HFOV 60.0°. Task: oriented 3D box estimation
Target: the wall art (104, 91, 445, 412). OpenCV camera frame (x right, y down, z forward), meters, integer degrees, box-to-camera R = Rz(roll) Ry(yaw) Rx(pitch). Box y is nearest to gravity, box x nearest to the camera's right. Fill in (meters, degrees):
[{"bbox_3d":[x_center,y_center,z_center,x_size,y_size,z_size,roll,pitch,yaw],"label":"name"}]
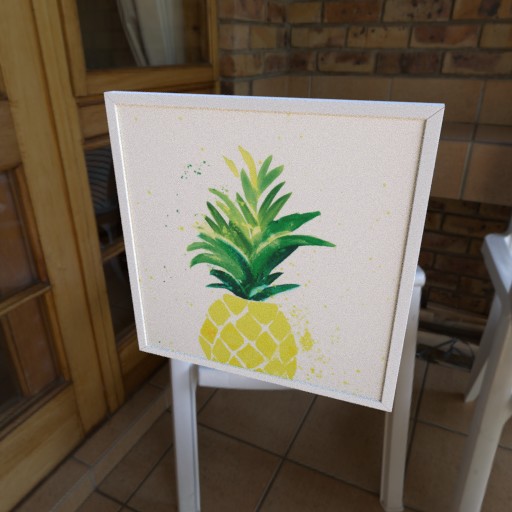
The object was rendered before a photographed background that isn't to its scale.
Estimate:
[{"bbox_3d":[0.000,0.000,1.125,0.763,0.761,0.038,9,27,18],"label":"wall art"}]
